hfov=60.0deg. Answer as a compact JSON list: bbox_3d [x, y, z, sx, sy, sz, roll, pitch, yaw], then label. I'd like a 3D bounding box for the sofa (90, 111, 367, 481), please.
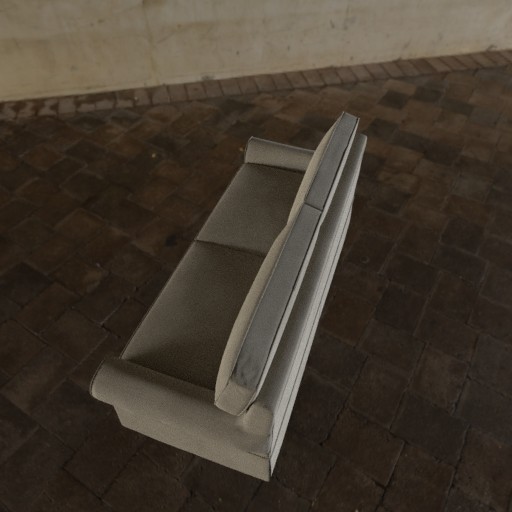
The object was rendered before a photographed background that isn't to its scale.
[{"bbox_3d":[0.000,0.000,2.706,0.900,1.014,2.246,14,48,13],"label":"sofa"}]
